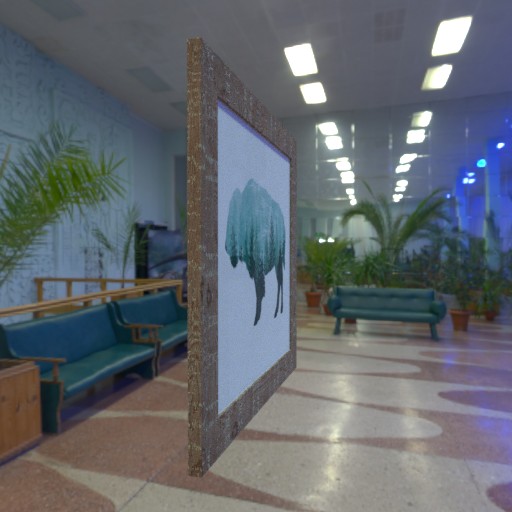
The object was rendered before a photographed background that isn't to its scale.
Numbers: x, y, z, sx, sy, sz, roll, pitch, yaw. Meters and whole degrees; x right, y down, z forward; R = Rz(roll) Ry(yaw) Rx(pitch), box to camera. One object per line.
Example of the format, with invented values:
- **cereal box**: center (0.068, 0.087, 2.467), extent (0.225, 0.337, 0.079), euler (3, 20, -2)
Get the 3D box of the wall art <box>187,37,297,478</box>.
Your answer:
- **wall art**: center (0.000, 0.000, 0.567), extent (0.022, 0.380, 0.380), euler (0, 1, 18)
